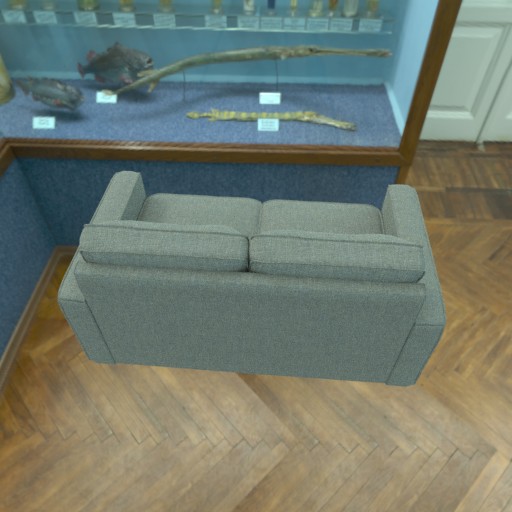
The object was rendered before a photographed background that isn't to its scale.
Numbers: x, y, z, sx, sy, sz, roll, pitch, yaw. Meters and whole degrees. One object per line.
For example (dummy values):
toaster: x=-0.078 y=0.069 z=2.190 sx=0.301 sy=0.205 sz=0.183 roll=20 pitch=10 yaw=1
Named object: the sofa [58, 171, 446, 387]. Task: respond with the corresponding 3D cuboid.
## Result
sofa: x=0.000 y=0.000 z=2.292 sx=1.706 sy=0.915 sz=0.945 roll=3 pitch=48 yaw=3
